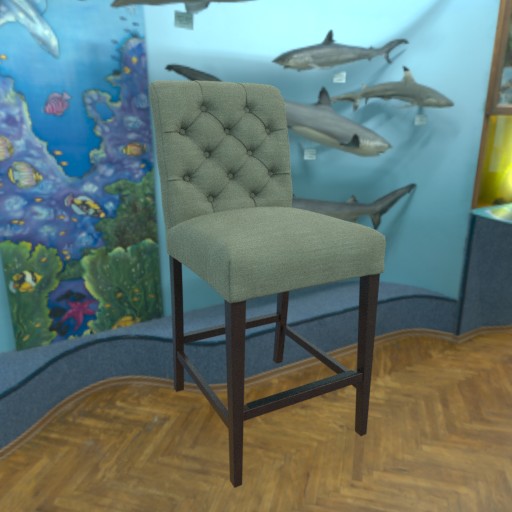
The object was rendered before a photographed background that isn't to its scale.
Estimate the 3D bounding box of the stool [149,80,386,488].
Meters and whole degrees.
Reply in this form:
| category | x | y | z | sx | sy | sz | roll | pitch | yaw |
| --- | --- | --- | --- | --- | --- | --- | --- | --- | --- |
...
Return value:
| category | x | y | z | sx | sy | sz | roll | pitch | yaw |
| --- | --- | --- | --- | --- | --- | --- | --- | --- | --- |
| stool | 0.000 | 0.000 | 1.416 | 0.486 | 1.084 | 0.660 | -9 | 19 | -27 |
